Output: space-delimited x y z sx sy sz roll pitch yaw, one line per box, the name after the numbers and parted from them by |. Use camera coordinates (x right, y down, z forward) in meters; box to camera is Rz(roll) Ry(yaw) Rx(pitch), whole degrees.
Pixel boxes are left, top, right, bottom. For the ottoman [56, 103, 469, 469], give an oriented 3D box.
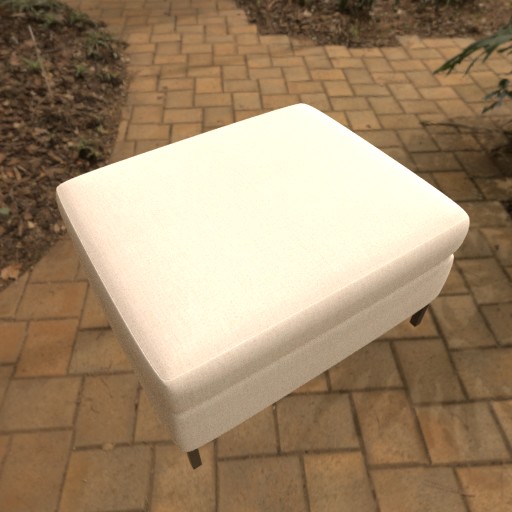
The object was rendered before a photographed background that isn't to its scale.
0.000 0.000 1.163 0.794 0.453 0.657 -25 52 -22 | ottoman
